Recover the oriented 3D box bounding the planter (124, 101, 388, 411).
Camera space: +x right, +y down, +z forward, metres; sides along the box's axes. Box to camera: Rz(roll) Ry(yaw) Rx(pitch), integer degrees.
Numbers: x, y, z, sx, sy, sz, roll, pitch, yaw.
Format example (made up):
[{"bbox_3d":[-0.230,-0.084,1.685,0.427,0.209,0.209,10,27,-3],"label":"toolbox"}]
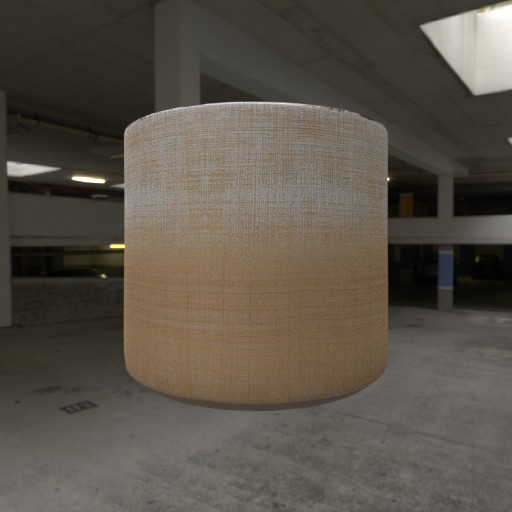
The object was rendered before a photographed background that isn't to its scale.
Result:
[{"bbox_3d":[0.000,0.000,0.384,0.221,0.201,0.221,0,2,0],"label":"planter"}]
